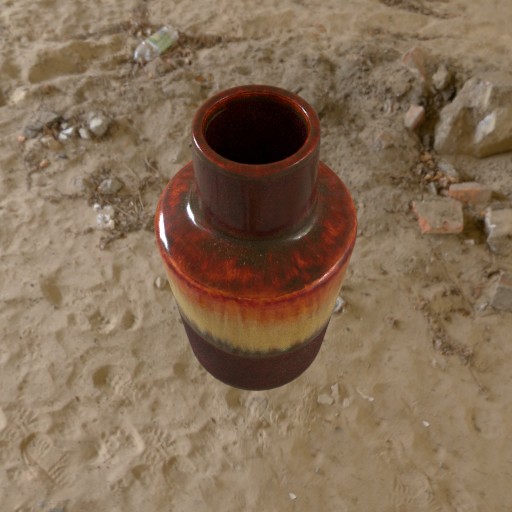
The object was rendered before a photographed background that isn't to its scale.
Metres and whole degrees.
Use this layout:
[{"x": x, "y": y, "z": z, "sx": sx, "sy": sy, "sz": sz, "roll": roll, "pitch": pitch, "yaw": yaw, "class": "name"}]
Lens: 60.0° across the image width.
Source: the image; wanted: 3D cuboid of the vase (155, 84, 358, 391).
[{"x": 0.000, "y": 0.000, "z": 0.269, "sx": 0.108, "sy": 0.204, "sz": 0.108, "roll": 0, "pitch": 58, "yaw": 0, "class": "vase"}]
